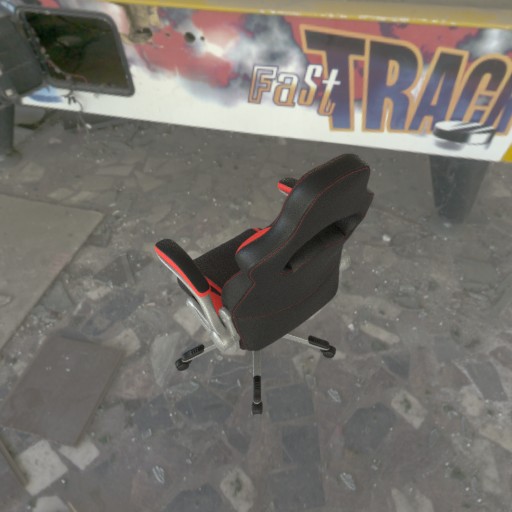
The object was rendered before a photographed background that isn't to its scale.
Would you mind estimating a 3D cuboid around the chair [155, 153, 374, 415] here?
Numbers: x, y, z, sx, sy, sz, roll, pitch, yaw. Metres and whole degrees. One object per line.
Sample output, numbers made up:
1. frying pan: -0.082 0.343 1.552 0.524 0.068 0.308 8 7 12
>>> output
1. chair: 0.000 0.000 1.688 0.758 1.165 0.712 -30 53 -26
